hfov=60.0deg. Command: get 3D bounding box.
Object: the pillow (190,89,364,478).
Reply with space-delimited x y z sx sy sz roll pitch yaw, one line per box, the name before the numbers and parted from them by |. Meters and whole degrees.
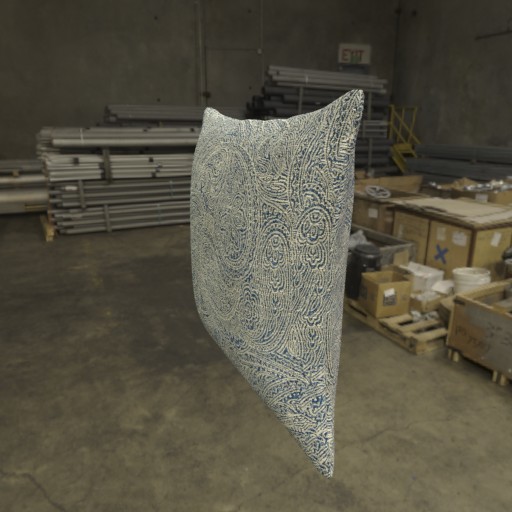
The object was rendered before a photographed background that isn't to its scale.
pillow | 0.000 0.000 0.773 0.166 0.510 0.523 -7 18 -24
